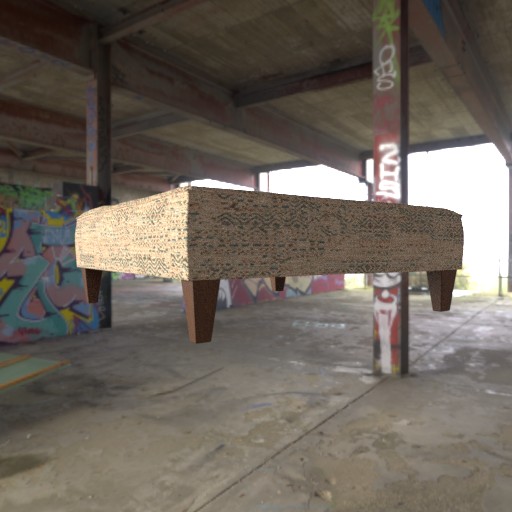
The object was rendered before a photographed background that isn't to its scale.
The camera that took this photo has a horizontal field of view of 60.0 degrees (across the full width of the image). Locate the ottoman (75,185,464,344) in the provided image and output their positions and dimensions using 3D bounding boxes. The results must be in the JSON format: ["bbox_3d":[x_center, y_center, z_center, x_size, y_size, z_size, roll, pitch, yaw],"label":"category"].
[{"bbox_3d":[0.000,0.000,1.560,1.004,0.356,0.968,0,1,-35],"label":"ottoman"}]
